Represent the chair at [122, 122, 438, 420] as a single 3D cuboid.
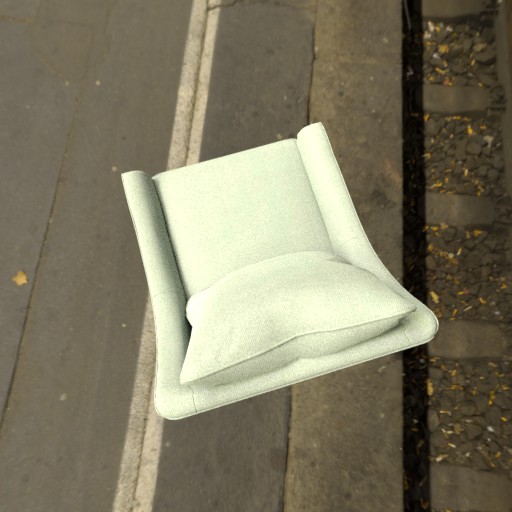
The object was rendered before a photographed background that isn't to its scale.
[{"bbox_3d":[0.000,0.000,1.553,0.760,0.926,0.870,-16,75,-4],"label":"chair"}]
